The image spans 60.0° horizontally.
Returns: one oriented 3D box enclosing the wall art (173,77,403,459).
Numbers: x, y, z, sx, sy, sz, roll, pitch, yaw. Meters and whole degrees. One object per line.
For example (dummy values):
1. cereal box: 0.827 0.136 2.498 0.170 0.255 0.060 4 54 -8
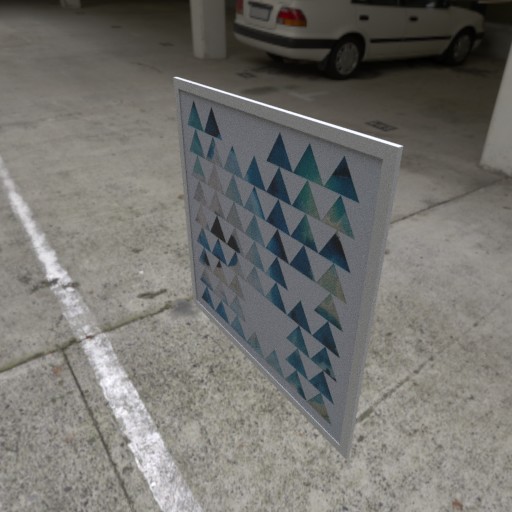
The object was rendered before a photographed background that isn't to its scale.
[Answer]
1. wall art: 0.000 0.000 0.680 0.007 0.456 0.456 -20 36 -30
